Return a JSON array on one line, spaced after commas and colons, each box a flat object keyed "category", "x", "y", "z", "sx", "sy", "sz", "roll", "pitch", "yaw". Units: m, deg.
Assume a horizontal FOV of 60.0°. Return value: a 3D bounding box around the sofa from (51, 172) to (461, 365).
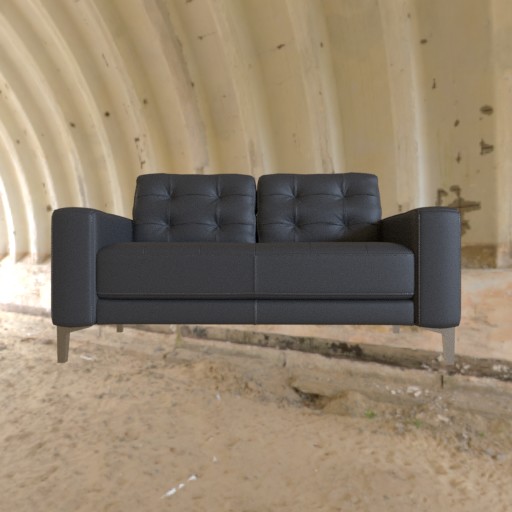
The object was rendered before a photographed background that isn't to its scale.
[{"category": "sofa", "x": 0.000, "y": 0.000, "z": 2.220, "sx": 1.726, "sy": 0.893, "sz": 0.833, "roll": 0, "pitch": 0, "yaw": 1}]
